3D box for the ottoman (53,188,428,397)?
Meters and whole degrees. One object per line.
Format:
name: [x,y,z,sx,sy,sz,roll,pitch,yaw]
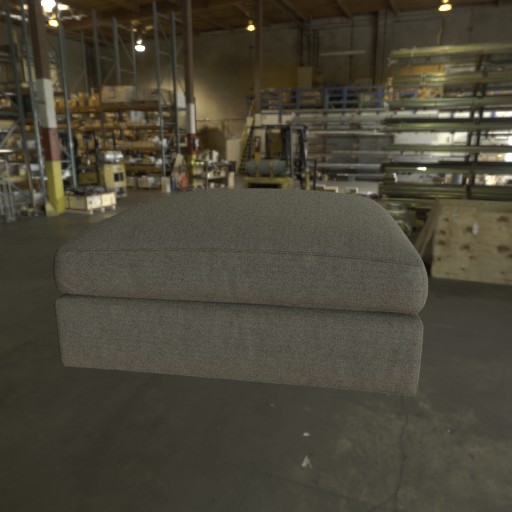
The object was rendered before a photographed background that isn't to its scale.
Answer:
ottoman: [0.000,0.000,1.670,1.041,0.470,1.041,2,14,9]
